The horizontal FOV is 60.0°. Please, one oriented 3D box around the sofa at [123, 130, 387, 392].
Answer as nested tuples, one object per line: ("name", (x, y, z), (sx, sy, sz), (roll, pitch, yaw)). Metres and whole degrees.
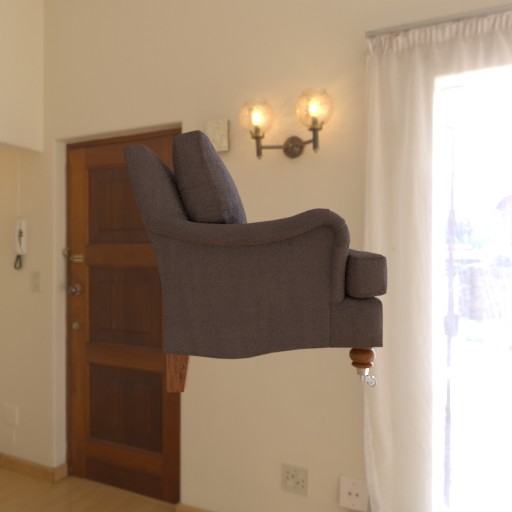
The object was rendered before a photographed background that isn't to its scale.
("sofa", (0.000, 0.000, 2.805), (1.086, 1.087, 2.165), (0, 0, 0))
